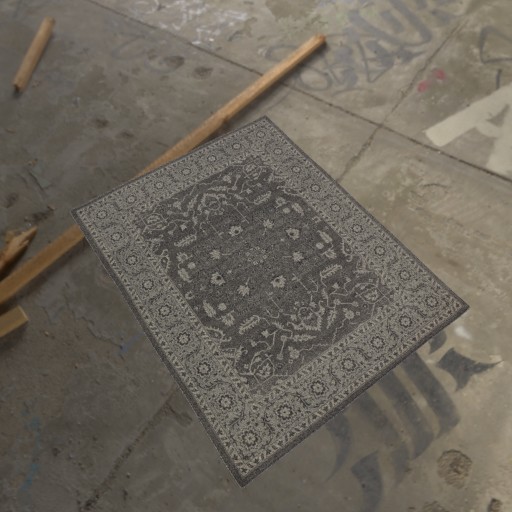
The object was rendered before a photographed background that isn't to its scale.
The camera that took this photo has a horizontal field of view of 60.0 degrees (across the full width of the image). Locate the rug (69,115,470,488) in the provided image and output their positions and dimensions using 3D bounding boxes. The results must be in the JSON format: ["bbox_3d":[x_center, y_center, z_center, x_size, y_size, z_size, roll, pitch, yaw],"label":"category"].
[{"bbox_3d":[0.000,0.000,4.173,2.451,0.026,3.069,-31,63,-18],"label":"rug"}]
